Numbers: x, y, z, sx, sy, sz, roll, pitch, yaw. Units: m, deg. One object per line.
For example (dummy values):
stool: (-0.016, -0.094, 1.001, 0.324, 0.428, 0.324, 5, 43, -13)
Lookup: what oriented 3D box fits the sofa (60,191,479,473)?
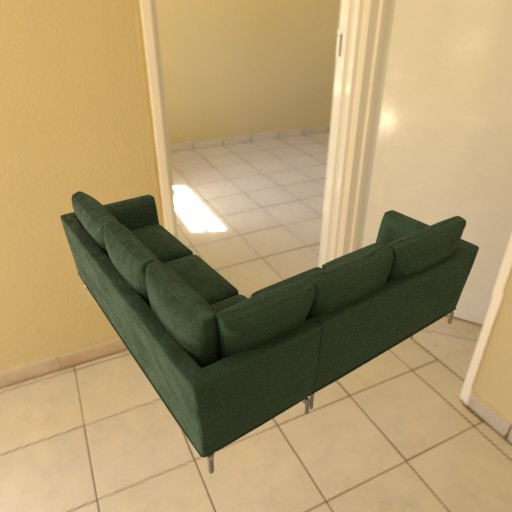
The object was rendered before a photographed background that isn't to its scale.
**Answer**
sofa: (0.000, 0.000, 3.733, 2.468, 1.004, 2.452, -20, 36, -30)
